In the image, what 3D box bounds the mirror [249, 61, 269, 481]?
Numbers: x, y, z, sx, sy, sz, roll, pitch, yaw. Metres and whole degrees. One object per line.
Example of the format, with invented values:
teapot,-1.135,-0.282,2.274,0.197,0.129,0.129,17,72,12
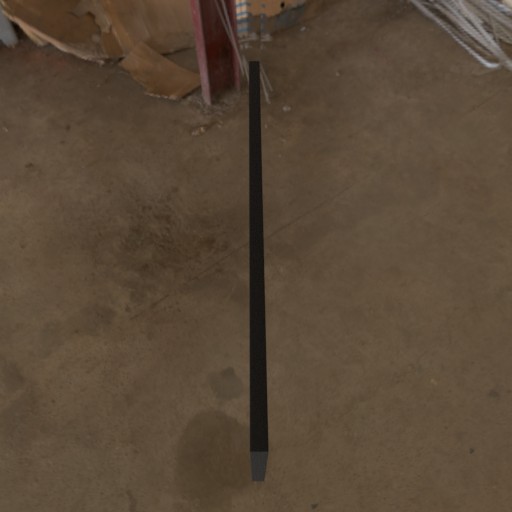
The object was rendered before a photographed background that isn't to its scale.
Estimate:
mirror,0.000,0.000,1.810,0.047,0.692,1.584,0,58,0
